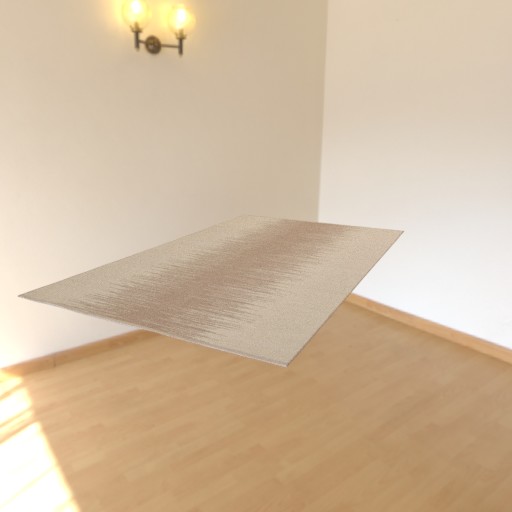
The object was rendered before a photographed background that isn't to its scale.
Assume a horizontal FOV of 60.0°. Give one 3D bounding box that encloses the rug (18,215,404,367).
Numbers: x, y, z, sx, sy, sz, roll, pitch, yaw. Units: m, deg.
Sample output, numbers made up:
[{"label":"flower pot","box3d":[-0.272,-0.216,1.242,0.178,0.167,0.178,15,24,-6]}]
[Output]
[{"label":"rug","box3d":[0.000,0.000,2.993,1.522,0.012,2.440,8,18,26]}]
